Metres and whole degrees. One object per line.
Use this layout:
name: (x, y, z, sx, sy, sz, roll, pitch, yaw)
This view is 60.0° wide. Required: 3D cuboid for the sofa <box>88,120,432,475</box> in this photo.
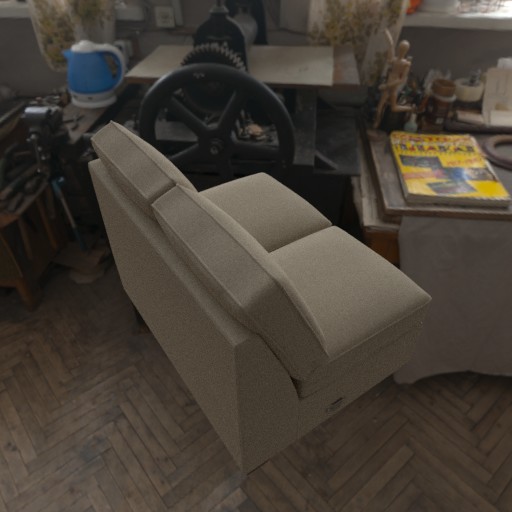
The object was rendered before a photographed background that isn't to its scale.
sofa: (0.000, 0.000, 1.961, 0.951, 1.008, 1.237, -24, 46, -25)
